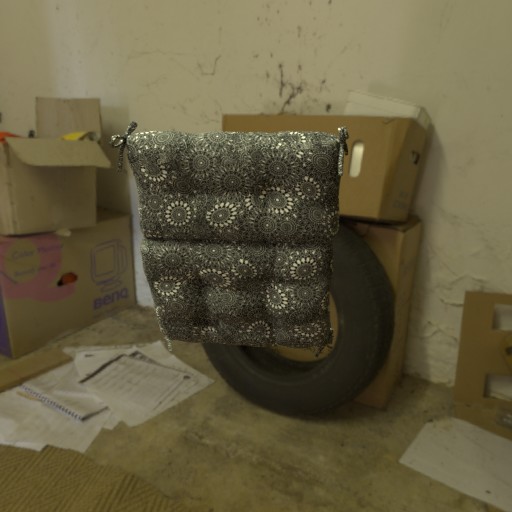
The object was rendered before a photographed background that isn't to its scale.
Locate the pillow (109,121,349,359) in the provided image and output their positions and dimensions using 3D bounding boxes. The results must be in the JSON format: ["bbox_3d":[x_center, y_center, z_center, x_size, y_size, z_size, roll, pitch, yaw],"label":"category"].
[{"bbox_3d":[0.000,0.000,1.498,0.526,0.863,1.016,2,16,8],"label":"pillow"}]
